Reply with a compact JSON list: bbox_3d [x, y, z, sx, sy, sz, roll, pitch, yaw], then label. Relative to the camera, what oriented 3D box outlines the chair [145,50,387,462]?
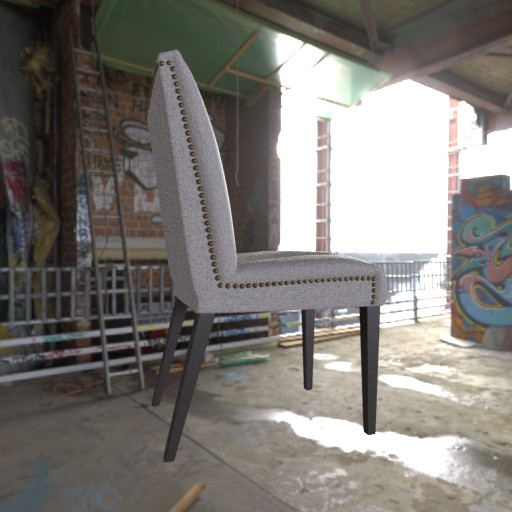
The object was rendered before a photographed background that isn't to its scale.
[{"bbox_3d":[0.000,0.000,1.385,0.647,1.016,0.511,0,0,-17],"label":"chair"}]
